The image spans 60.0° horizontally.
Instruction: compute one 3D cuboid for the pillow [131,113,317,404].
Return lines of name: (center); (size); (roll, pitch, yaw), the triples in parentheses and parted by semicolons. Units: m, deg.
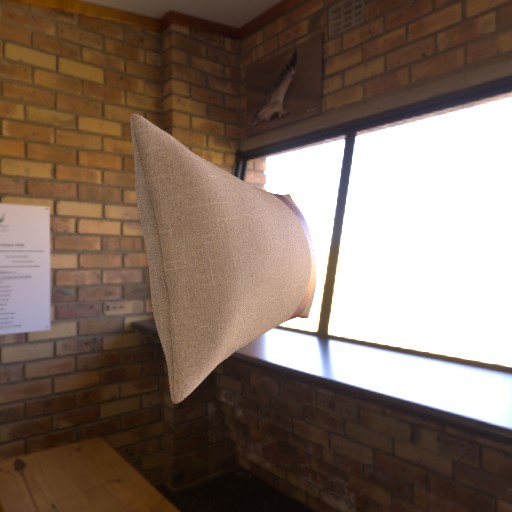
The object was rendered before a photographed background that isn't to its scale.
pillow: (0.000, 0.000, 0.717); (0.155, 0.282, 0.612); (0, 0, 19)
